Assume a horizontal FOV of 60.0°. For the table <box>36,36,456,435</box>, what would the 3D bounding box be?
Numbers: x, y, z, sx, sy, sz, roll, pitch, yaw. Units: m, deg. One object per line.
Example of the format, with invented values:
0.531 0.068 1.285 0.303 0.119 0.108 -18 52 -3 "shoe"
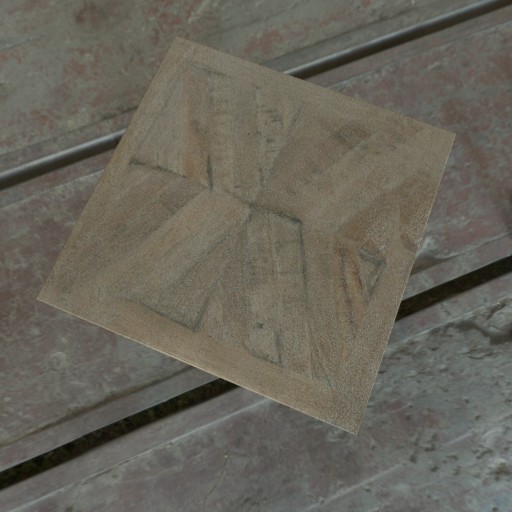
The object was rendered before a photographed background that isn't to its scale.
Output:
0.000 0.000 0.947 0.499 0.550 0.498 22 77 5 "table"
